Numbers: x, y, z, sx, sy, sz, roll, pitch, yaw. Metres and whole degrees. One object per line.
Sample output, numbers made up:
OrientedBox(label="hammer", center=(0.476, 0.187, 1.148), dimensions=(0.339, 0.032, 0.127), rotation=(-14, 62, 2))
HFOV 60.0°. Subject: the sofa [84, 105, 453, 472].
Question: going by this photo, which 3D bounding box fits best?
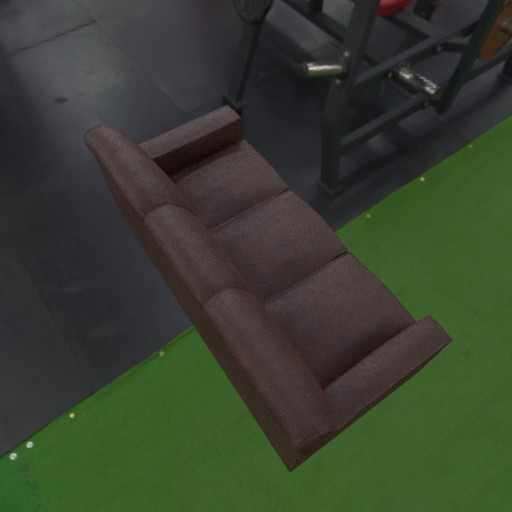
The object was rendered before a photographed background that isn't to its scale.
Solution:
OrientedBox(label="sofa", center=(0.000, 0.000, 2.549), dimensions=(1.008, 0.953, 2.039), rotation=(-30, 64, -17))
